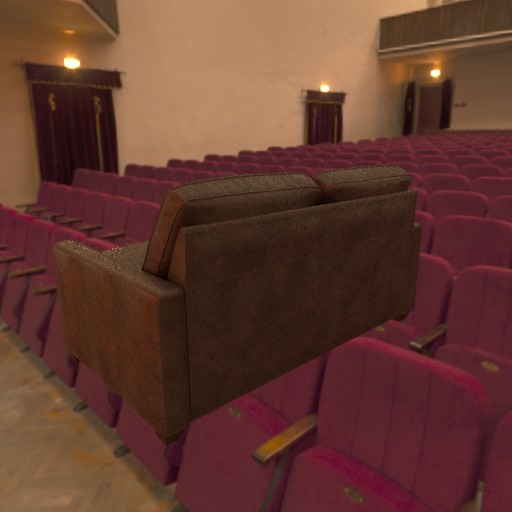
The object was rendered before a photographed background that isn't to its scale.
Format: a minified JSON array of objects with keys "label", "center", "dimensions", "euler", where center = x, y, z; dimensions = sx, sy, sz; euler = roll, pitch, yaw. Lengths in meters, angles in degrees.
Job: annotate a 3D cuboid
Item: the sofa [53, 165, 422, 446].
[{"label":"sofa","center":[0.000,0.000,2.292],"dimensions":[1.732,0.916,0.939],"euler":[-14,20,-41]}]
